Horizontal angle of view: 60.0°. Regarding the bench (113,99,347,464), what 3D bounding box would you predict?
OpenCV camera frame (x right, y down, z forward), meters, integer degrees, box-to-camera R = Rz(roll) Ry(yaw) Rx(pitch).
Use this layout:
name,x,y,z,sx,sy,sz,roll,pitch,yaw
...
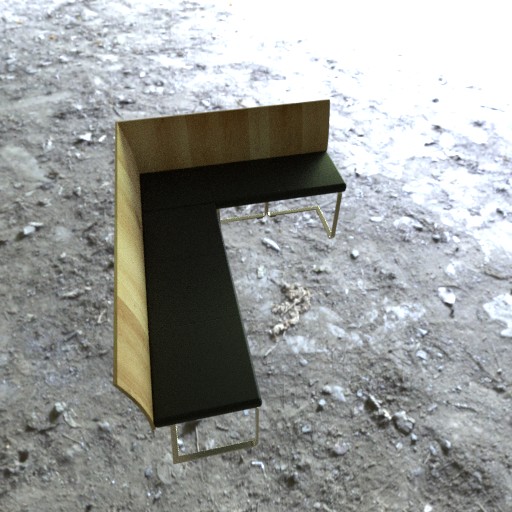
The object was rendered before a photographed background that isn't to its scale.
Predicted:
name,x,y,z,sx,sy,sz,roll,pitch,yaw
bench,0.000,0.000,2.730,1.495,0.930,1.945,-9,47,-8
